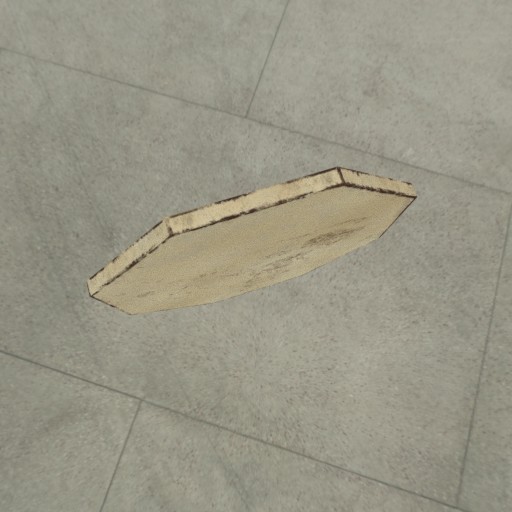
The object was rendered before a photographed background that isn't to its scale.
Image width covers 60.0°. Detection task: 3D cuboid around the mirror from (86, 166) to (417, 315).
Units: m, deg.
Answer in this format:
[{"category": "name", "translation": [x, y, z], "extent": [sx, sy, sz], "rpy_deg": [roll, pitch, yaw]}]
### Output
[{"category": "mirror", "translation": [0.000, 0.000, 0.968], "extent": [0.648, 0.648, 0.031], "rpy_deg": [-17, 76, -4]}]
